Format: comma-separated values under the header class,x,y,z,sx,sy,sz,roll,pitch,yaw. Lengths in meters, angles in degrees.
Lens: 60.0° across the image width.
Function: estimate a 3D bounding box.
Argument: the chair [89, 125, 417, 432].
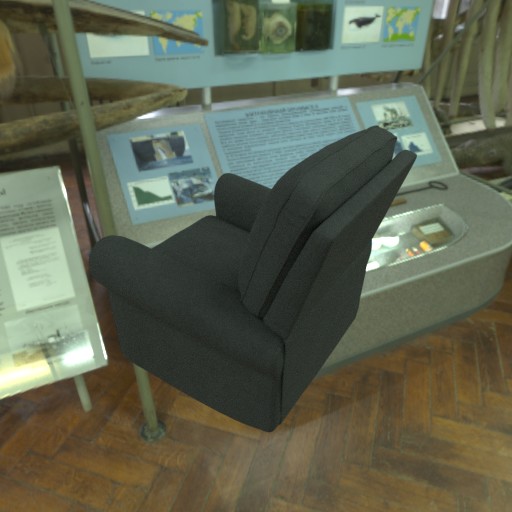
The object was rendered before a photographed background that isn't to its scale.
class,x,y,z,sx,sy,sz,roll,pitch,yaw
chair,0.000,0.000,1.685,0.878,0.961,0.890,19,37,27
